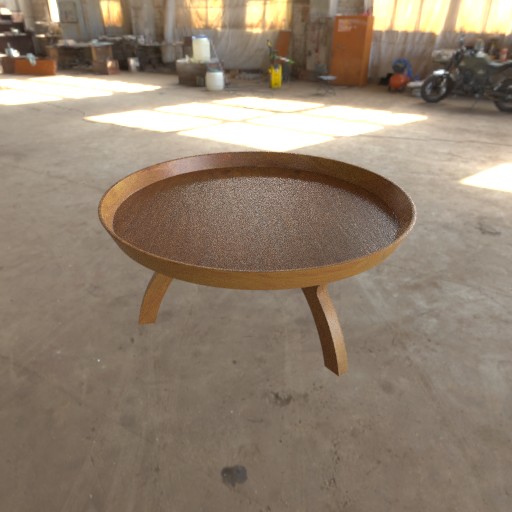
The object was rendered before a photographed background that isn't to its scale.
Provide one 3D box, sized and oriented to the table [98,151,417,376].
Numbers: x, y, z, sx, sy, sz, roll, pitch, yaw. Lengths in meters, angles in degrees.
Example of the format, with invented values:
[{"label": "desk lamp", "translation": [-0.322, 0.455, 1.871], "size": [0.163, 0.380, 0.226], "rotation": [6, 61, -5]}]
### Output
[{"label": "table", "translation": [0.000, 0.000, 1.573], "size": [1.016, 0.470, 1.016], "rotation": [0, 29, 0]}]
